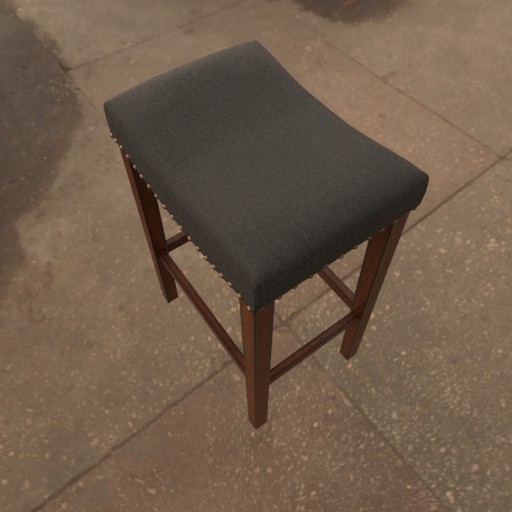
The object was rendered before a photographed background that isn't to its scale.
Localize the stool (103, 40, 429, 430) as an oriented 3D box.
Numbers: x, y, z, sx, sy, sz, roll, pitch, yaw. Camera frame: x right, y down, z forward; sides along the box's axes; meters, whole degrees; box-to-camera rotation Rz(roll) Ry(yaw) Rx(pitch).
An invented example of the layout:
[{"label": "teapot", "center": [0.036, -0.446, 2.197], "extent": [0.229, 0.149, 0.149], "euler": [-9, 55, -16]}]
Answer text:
[{"label": "stool", "center": [0.000, 0.000, 1.041], "extent": [0.366, 0.760, 0.502], "euler": [-31, 62, -19]}]
